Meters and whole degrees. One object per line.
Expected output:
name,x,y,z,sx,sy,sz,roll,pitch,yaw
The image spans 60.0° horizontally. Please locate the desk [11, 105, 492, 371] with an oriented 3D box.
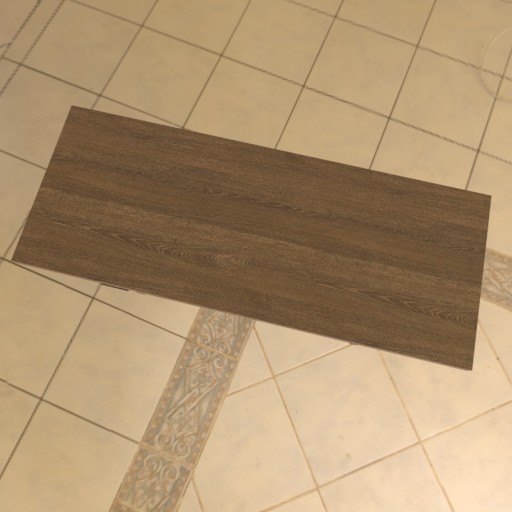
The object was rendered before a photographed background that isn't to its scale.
desk,0.000,0.000,1.863,1.524,0.760,0.600,13,76,3
